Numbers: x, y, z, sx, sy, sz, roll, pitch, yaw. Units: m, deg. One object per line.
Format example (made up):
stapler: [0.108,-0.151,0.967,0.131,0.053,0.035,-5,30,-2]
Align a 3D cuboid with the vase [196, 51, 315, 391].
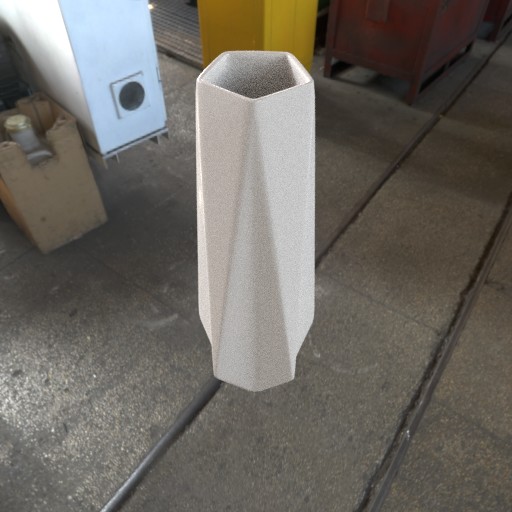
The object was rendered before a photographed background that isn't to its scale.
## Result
vase: [0.000,0.000,0.384,0.122,0.329,0.116,1,47,1]
